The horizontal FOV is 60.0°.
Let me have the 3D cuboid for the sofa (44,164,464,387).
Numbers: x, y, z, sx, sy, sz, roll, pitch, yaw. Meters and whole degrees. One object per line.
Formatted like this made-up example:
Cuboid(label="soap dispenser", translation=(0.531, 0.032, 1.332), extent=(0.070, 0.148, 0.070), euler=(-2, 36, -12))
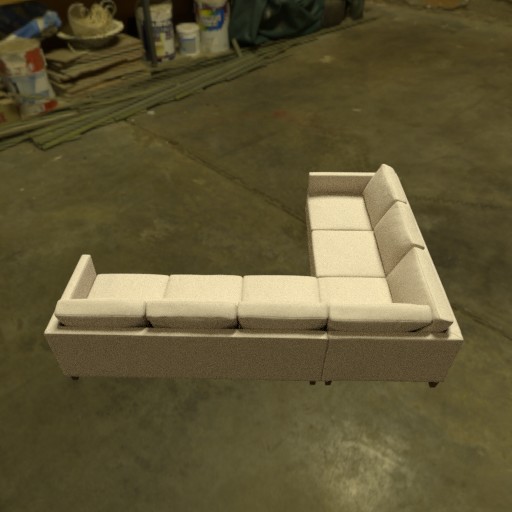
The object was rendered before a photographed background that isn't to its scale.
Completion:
Cuboid(label="sofa", translation=(0.000, 0.000, 4.388), extent=(3.182, 0.863, 2.432), euler=(1, 41, 1))
